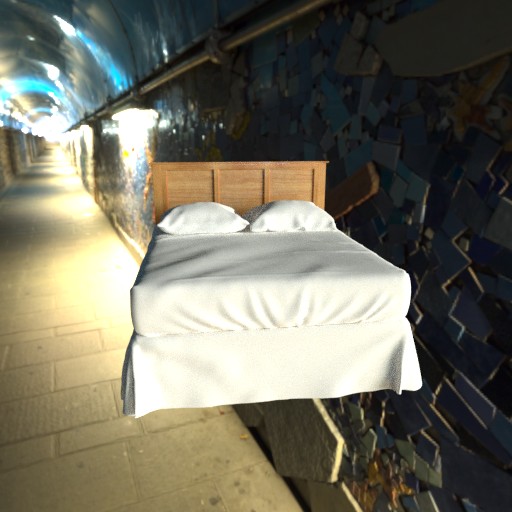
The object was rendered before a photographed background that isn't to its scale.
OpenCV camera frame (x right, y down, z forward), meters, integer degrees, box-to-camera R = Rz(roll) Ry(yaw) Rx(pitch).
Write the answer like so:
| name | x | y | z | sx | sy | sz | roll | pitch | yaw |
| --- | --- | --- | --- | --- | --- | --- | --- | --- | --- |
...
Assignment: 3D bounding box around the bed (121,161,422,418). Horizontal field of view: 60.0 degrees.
| name | x | y | z | sx | sy | sz | roll | pitch | yaw |
| --- | --- | --- | --- | --- | --- | --- | --- | --- | --- |
| bed | 0.000 | 0.000 | 3.313 | 1.870 | 1.273 | 2.035 | -2 | 15 | -8 |
